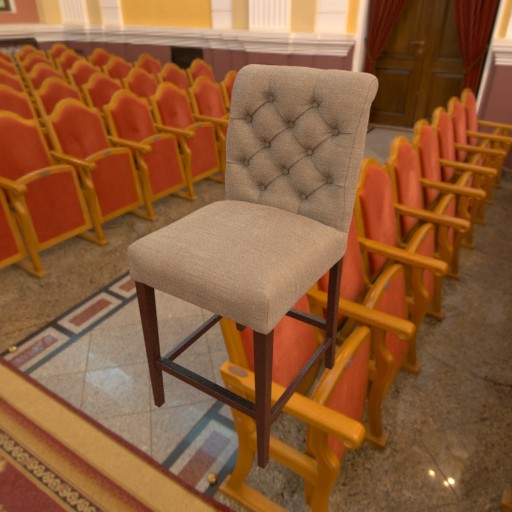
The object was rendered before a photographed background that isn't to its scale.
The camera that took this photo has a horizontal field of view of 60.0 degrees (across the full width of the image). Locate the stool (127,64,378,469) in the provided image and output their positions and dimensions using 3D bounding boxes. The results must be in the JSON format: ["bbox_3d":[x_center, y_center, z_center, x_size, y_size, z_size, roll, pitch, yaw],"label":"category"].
[{"bbox_3d":[0.000,0.000,1.446,0.486,1.084,0.660,18,34,28],"label":"stool"}]
